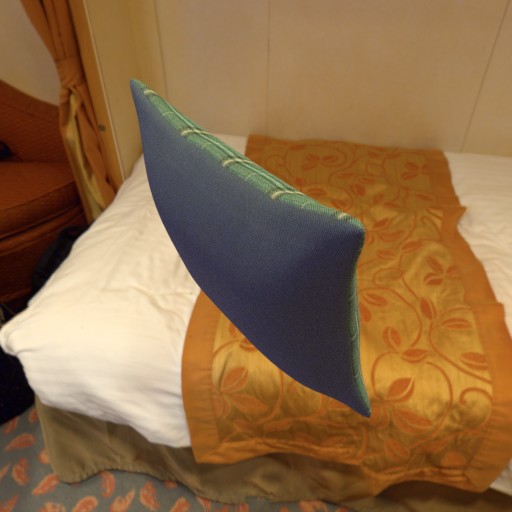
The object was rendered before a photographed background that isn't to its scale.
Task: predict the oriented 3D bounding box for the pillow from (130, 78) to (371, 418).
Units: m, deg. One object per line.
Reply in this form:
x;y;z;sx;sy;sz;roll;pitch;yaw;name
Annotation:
0.000;0.000;0.672;0.200;0.430;0.453;-26;47;-27;pillow
